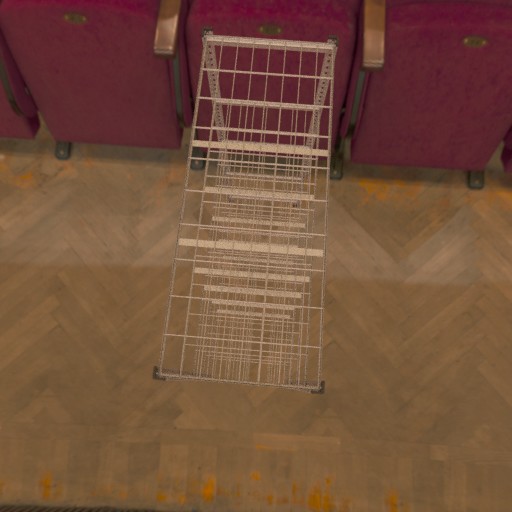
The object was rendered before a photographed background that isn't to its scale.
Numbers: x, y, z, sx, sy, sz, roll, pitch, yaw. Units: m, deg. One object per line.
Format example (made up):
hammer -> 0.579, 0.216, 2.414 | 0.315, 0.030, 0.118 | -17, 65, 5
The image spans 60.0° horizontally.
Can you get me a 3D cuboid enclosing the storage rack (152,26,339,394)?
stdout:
storage rack -> 0.000, 0.000, 2.715 | 0.610, 1.981, 1.524 | 5, 74, 1
